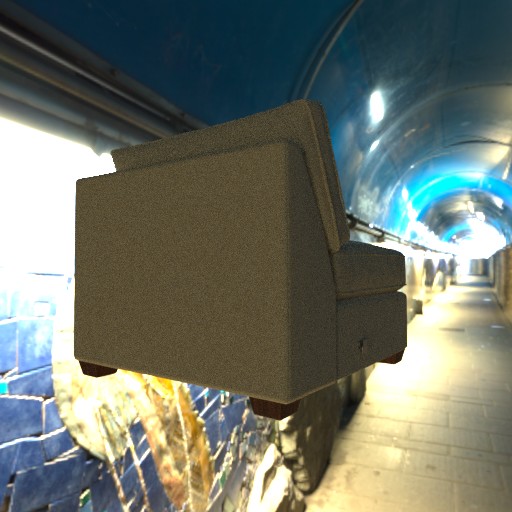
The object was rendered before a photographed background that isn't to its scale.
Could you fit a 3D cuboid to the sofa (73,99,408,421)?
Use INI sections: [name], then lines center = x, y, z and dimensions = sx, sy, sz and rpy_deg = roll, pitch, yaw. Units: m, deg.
[sofa]
center = 0.000, 0.000, 2.006
dimensions = 1.084, 1.002, 1.146
rpy_deg = -1, -1, 36
